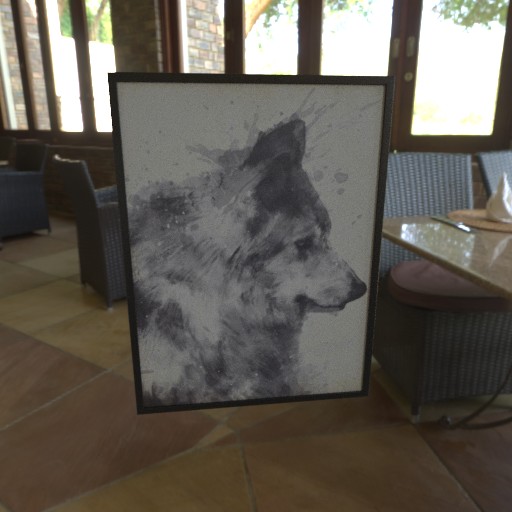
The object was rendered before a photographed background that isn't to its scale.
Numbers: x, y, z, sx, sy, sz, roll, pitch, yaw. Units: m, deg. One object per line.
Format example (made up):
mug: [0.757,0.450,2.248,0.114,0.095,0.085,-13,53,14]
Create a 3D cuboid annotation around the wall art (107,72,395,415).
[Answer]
wall art: [0.000,0.000,1.394,0.804,1.061,0.039,-2,17,-7]
